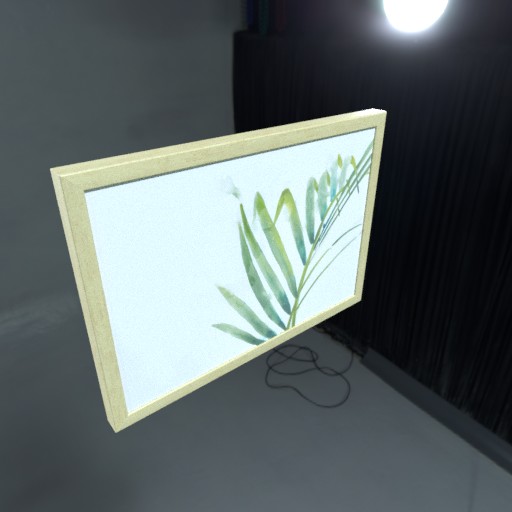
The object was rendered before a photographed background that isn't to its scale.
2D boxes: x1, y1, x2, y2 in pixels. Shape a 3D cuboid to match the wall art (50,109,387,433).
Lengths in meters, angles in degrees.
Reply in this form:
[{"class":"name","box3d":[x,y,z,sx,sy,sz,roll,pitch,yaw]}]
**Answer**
[{"class":"wall art","box3d":[0.000,0.000,0.695,0.533,0.381,0.032,-21,35,-33]}]
